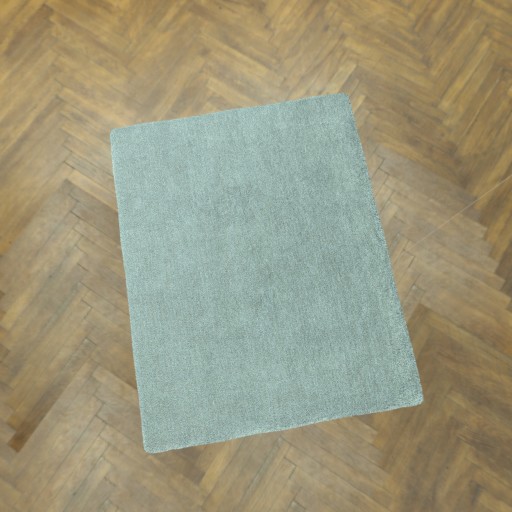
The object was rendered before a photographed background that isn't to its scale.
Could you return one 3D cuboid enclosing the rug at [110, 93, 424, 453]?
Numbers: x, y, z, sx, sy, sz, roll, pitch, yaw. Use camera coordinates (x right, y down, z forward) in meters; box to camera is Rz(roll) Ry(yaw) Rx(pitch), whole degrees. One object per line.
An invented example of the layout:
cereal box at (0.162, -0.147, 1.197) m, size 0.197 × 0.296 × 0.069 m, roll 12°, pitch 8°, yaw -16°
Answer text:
rug at (0.000, 0.000, 3.911) m, size 2.332 × 0.027 × 2.933 m, roll -10°, pitch 77°, yaw -2°
